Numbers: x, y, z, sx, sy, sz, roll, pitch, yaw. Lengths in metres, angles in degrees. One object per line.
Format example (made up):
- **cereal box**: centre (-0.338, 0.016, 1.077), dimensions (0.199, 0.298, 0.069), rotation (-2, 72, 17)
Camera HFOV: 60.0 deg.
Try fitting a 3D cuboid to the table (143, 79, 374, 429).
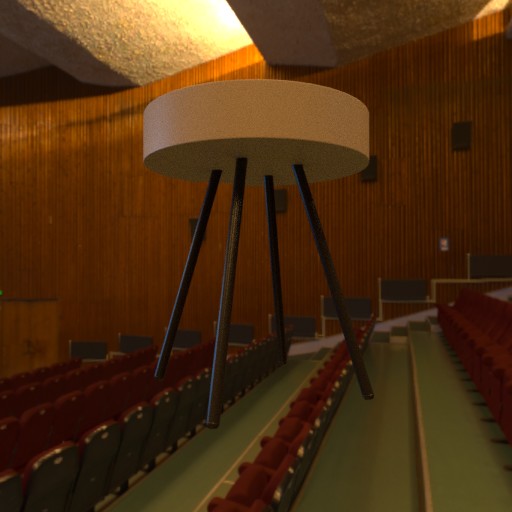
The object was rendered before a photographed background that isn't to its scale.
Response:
- **table**: centre (0.000, 0.000, 0.875), dimensions (0.450, 0.525, 0.450), rotation (0, 0, 0)
